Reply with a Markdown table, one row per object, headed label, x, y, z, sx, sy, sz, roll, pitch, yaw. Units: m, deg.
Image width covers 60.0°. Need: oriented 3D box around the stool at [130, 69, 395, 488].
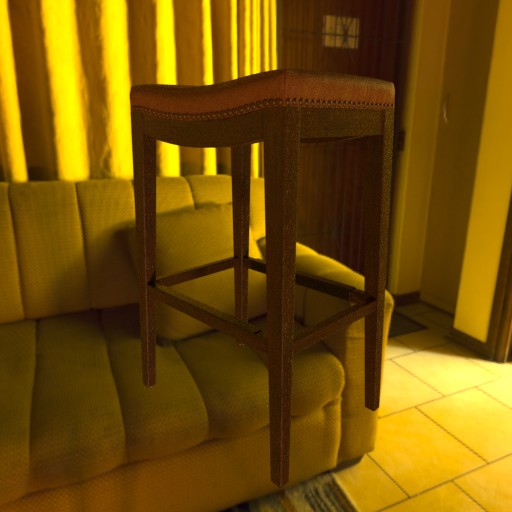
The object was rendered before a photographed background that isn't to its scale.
| label | x | y | z | sx | sy | sz | roll | pitch | yaw |
| --- | --- | --- | --- | --- | --- | --- | --- | --- | --- |
| stool | 0.000 | 0.000 | 1.033 | 0.361 | 0.759 | 0.500 | -16 | 23 | -42 |
